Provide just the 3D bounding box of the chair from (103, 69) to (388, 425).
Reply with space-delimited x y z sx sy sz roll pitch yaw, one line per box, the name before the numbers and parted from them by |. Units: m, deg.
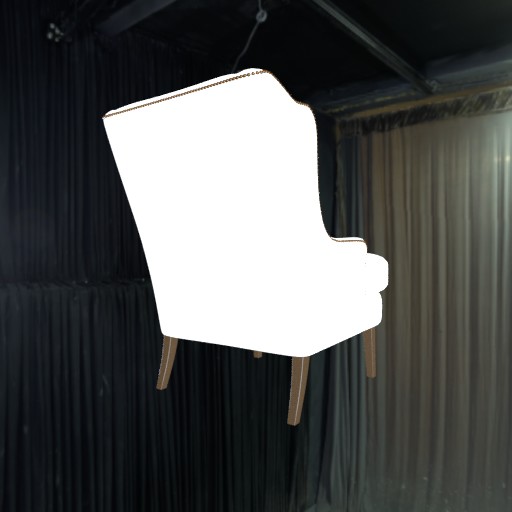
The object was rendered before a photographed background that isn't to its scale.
chair | 0.000 0.000 1.715 0.737 1.029 0.940 0 1 36
